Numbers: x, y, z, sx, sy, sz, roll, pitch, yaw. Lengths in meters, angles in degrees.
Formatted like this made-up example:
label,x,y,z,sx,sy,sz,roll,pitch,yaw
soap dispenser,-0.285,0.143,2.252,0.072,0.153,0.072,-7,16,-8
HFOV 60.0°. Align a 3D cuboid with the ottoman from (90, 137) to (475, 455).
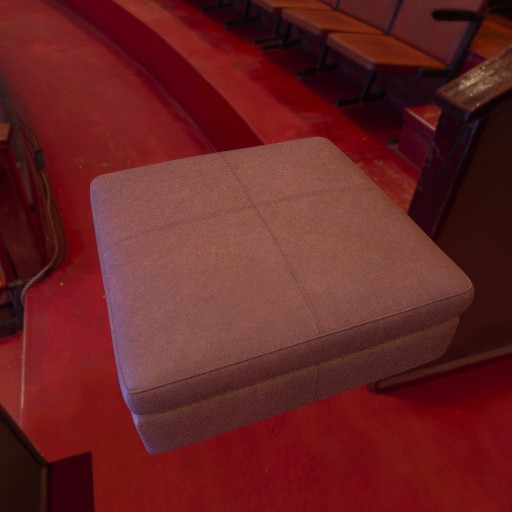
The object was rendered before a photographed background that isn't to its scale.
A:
label,x,y,z,sx,sy,sz,roll,pitch,yaw
ottoman,0.000,0.000,1.791,1.168,0.490,1.168,-14,44,-15
